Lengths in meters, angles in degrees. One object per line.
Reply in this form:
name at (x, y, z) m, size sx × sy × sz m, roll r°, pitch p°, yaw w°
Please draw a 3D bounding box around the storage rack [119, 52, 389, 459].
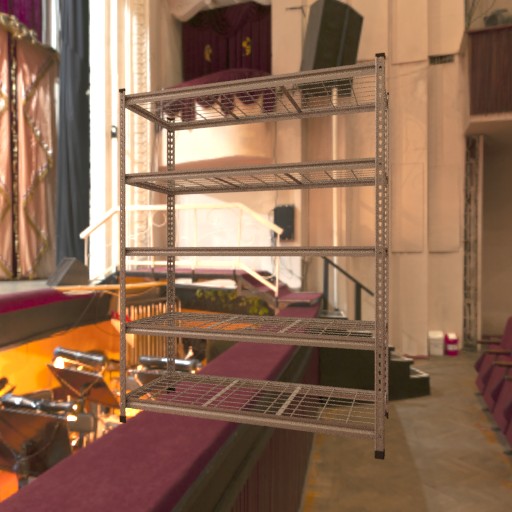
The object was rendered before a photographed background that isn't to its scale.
storage rack at (0.000, 0.000, 2.684) m, size 1.524 × 1.981 × 0.610 m, roll 0°, pitch 0°, yaw 18°
